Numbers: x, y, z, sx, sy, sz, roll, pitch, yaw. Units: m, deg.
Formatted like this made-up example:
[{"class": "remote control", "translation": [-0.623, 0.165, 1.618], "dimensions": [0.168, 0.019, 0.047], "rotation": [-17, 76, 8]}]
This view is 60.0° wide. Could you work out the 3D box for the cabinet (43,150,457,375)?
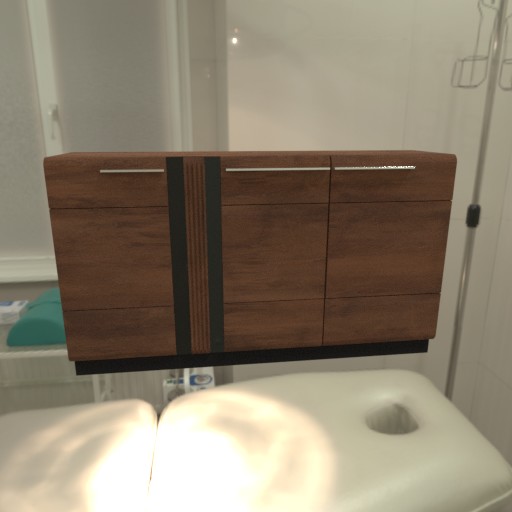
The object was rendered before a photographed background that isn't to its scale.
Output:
[{"class": "cabinet", "translation": [0.000, 0.000, 1.995], "dimensions": [1.600, 0.900, 0.420], "rotation": [-2, 16, -7]}]
